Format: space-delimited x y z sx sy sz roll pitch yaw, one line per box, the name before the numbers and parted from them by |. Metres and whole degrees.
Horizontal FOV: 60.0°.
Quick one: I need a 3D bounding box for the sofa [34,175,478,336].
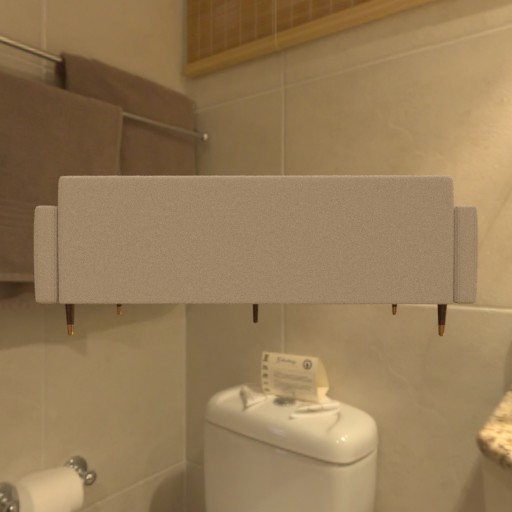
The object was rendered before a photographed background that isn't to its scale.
sofa | 0.000 0.000 2.700 2.291 0.821 0.990 0 0 1
